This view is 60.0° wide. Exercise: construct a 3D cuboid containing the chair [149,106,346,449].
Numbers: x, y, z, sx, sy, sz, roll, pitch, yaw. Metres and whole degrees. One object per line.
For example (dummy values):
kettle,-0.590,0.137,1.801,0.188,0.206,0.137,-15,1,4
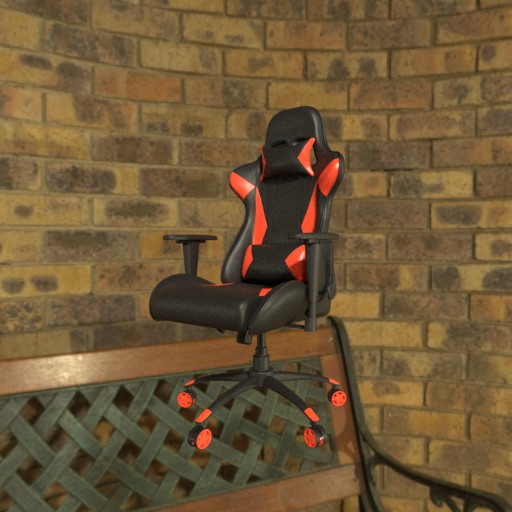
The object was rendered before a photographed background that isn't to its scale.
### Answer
chair,0.000,0.000,1.740,0.695,1.282,0.730,1,2,37
